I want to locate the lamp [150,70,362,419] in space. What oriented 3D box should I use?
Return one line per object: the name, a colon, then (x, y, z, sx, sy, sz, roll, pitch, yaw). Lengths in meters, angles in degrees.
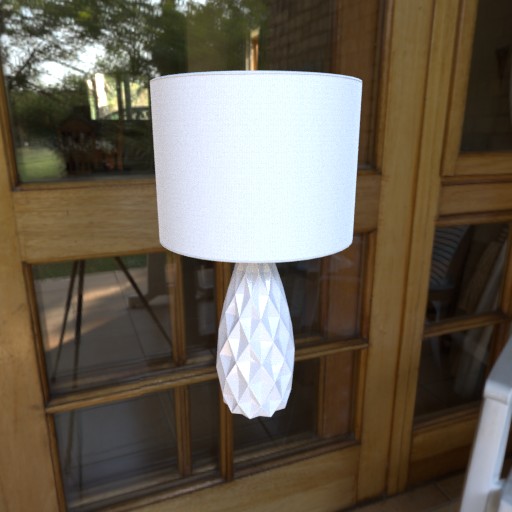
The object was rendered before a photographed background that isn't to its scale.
lamp: (0.000, 0.000, 0.706, 0.297, 0.522, 0.297, 0, 16, 0)
